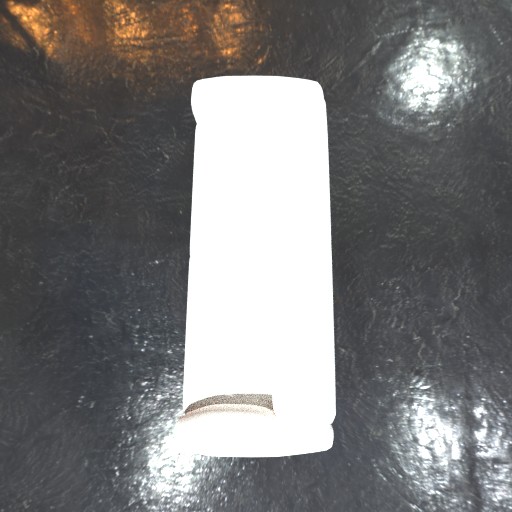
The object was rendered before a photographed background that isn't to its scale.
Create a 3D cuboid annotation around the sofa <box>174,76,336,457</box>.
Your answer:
[{"bbox_3d":[0.000,0.000,2.766,0.870,0.780,2.280,1,76,0],"label":"sofa"}]
